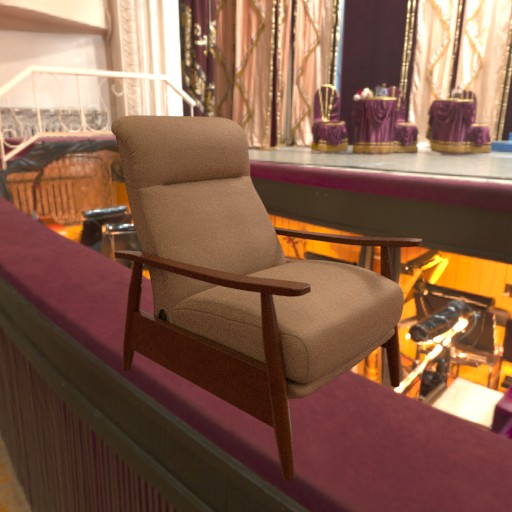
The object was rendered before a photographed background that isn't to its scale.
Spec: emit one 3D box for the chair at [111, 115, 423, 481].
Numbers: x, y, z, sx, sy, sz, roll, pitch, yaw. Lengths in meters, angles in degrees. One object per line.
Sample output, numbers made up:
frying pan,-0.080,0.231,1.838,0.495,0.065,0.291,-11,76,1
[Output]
chair,0.000,0.000,1.770,1.030,1.082,0.762,15,22,41
